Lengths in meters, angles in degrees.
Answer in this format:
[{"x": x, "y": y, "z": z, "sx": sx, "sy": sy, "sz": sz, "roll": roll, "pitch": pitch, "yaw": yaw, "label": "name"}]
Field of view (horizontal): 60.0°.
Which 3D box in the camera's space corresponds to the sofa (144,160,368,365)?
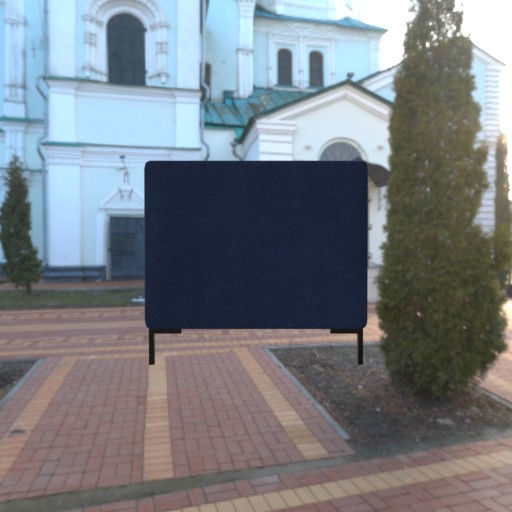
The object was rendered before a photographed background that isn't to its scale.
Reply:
[{"x": 0.000, "y": 0.000, "z": 2.325, "sx": 0.686, "sy": 0.635, "sz": 1.981, "roll": 0, "pitch": 1, "yaw": 0, "label": "sofa"}]
